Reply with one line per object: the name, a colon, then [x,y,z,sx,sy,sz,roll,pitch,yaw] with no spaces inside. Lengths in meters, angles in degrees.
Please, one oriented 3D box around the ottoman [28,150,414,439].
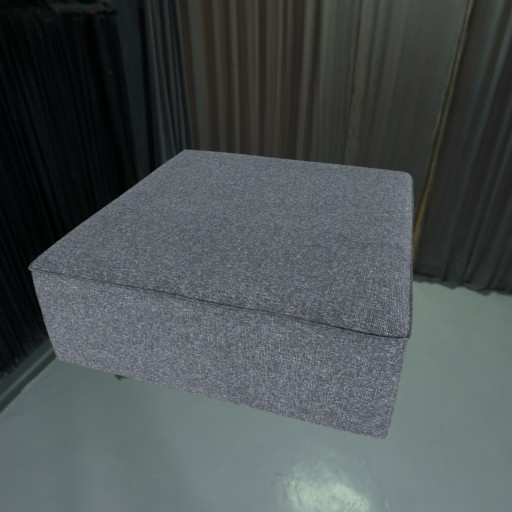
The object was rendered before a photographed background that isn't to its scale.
ottoman: [0.000,0.000,1.560,1.017,0.423,1.021,9,33,15]
